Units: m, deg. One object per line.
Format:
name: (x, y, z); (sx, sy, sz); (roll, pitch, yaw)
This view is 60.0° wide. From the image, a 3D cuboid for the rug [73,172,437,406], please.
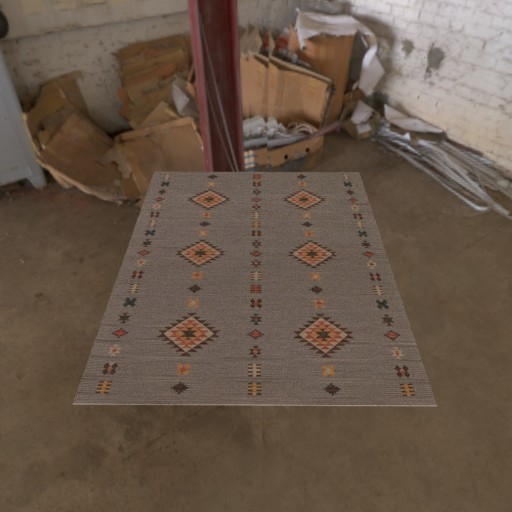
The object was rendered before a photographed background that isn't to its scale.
rug: (0.000, 0.000, 4.093); (2.425, 0.008, 3.035); (0, 41, 0)
